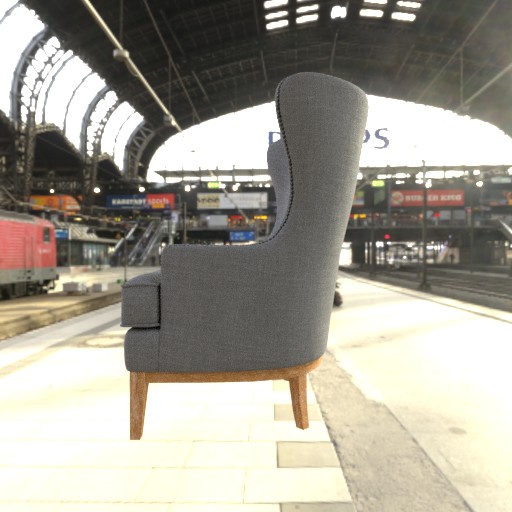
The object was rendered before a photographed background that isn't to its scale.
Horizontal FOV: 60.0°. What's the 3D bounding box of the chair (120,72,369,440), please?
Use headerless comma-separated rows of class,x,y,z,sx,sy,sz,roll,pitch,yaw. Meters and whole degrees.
chair,0.000,0.000,1.808,0.883,1.176,0.864,0,0,-1
